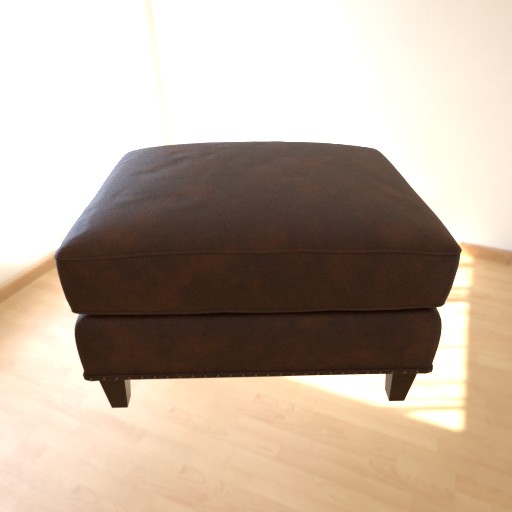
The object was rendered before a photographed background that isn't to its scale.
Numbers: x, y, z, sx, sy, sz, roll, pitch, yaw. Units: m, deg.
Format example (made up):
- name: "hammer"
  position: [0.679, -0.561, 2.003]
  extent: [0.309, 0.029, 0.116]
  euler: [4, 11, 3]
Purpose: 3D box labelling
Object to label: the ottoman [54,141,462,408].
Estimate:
- name: "ottoman"
  position: [0.000, 0.000, 1.109]
  extent: [0.742, 0.486, 0.586]
  euler: [-1, 31, -1]
